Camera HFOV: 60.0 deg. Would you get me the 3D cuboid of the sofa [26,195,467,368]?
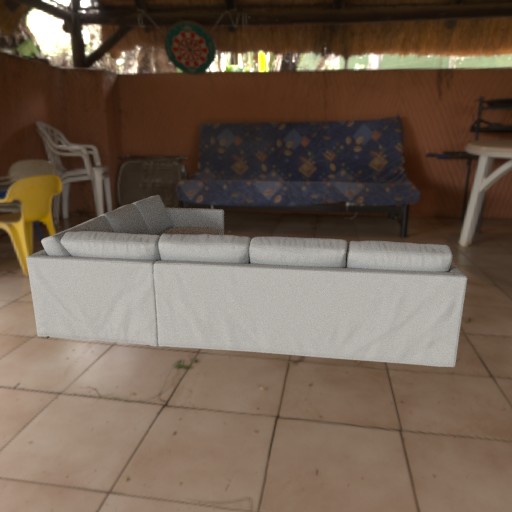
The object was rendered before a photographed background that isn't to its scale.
[{"bbox_3d":[0.000,0.000,4.333,3.182,0.871,2.432,2,16,8],"label":"sofa"}]
